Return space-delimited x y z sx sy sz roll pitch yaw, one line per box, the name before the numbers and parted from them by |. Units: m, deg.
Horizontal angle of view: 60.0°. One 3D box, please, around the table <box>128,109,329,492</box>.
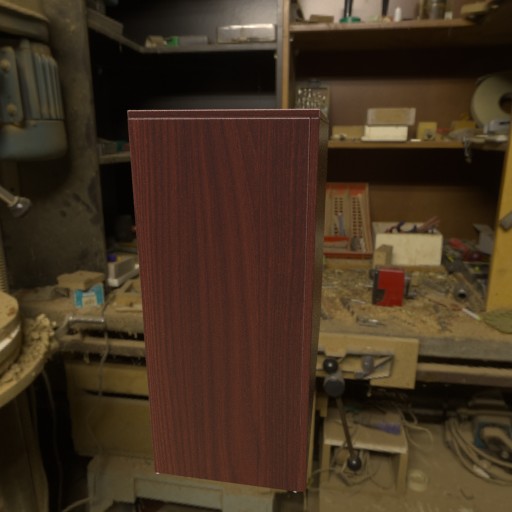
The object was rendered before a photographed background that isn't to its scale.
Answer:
table | 0.000 0.000 1.321 0.380 0.790 0.930 3 16 10
